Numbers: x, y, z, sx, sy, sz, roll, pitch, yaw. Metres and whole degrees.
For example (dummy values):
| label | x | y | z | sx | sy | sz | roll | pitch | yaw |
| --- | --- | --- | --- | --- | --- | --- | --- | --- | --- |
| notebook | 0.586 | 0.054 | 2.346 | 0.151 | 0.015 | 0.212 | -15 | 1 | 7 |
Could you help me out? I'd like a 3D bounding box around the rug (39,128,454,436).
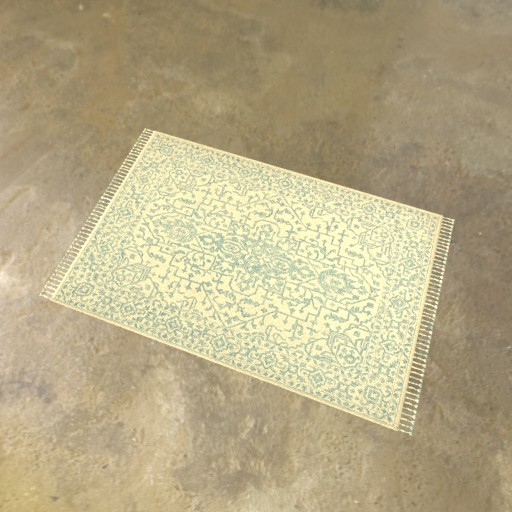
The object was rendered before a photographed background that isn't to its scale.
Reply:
| label | x | y | z | sx | sy | sz | roll | pitch | yaw |
| --- | --- | --- | --- | --- | --- | --- | --- | --- | --- |
| rug | 0.000 | 0.000 | 3.010 | 2.438 | 0.010 | 1.524 | 18 | 65 | 9 |
